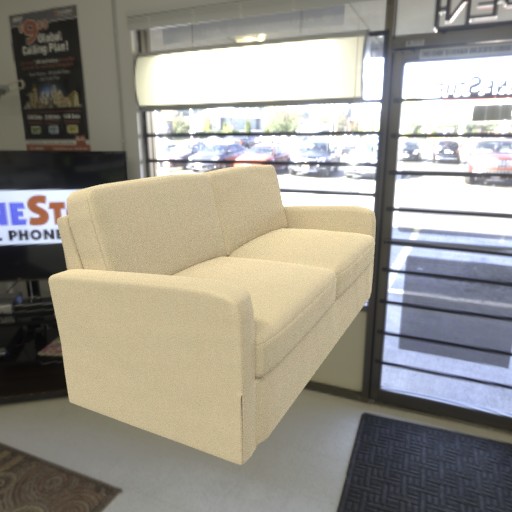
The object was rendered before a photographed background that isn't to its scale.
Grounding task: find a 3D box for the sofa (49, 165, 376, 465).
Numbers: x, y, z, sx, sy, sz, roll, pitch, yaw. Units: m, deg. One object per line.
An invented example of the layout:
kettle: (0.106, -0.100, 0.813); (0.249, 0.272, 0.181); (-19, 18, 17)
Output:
sofa: (0.000, 0.000, 2.237); (0.894, 0.831, 1.808); (8, 17, 26)
